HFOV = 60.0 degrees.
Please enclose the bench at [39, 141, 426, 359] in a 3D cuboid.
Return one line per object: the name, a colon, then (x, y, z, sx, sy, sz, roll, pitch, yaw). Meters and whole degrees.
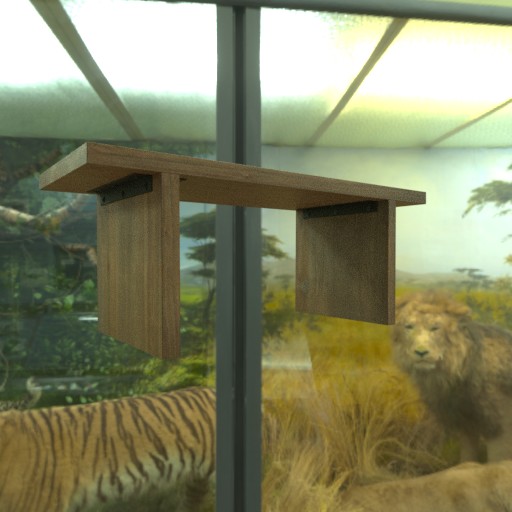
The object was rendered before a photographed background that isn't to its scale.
bench: (0.000, 0.000, 1.421, 1.183, 0.458, 0.458, 0, 0, -37)
